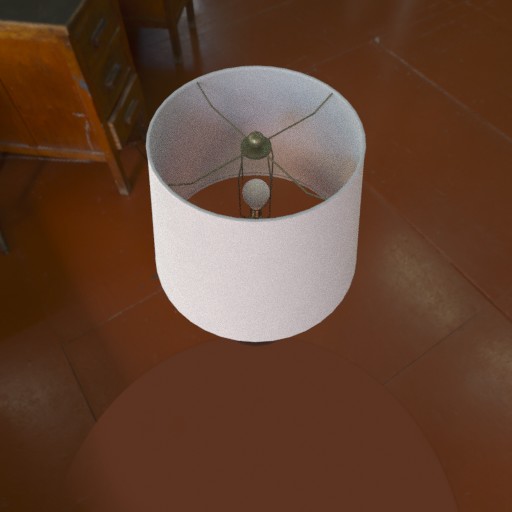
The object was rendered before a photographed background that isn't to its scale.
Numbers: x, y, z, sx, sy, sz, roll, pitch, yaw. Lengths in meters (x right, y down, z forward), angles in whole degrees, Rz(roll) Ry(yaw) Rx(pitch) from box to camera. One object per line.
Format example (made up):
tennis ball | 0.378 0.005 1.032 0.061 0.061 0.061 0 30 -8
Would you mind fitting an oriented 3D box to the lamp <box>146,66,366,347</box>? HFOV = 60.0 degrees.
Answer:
lamp | 0.000 0.000 0.551 0.239 0.399 0.239 0 58 0
